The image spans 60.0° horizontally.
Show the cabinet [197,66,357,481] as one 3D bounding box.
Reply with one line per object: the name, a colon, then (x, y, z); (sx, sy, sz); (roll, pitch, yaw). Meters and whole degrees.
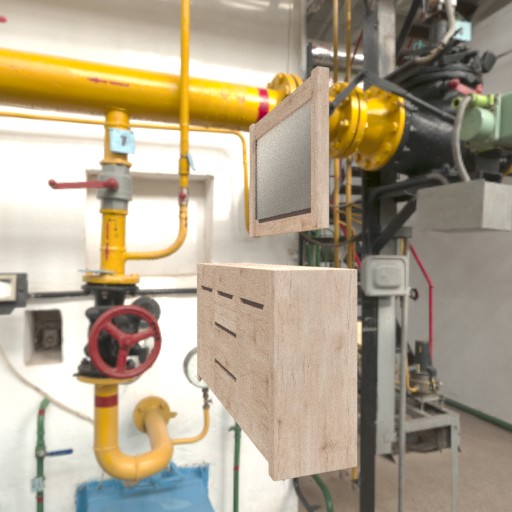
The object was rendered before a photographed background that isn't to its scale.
cabinet: (0.000, 0.000, 2.809); (0.420, 1.981, 1.700); (0, 0, -19)
